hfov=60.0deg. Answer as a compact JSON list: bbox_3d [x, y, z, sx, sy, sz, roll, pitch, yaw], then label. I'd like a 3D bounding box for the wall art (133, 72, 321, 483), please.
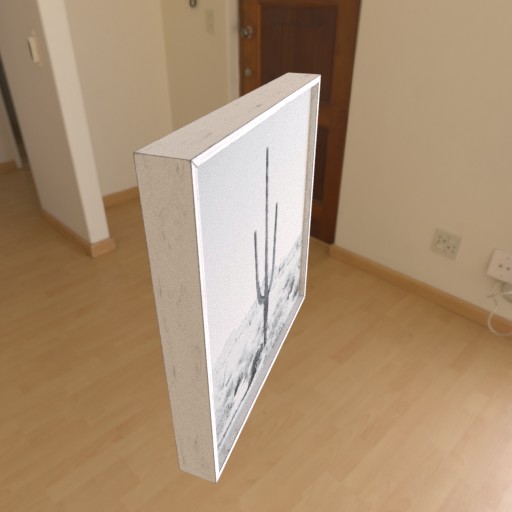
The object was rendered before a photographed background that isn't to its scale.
[{"bbox_3d":[0.000,0.000,0.453,0.038,0.305,0.305,11,33,18],"label":"wall art"}]
